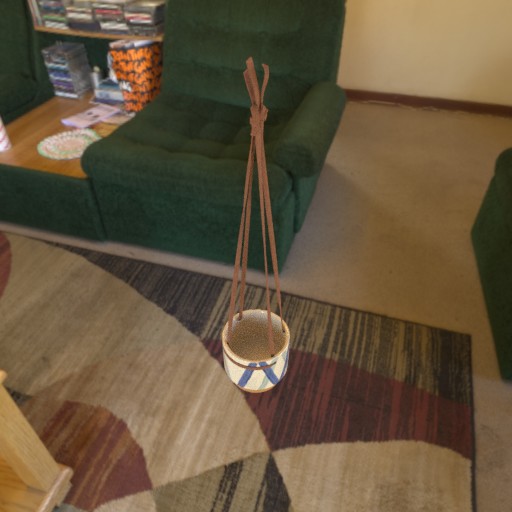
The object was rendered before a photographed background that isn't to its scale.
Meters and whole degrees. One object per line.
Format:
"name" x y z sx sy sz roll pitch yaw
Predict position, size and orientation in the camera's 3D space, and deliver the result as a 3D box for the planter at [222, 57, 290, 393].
"planter" 0.000 0.000 0.838 0.153 0.753 0.157 -1 42 -1
